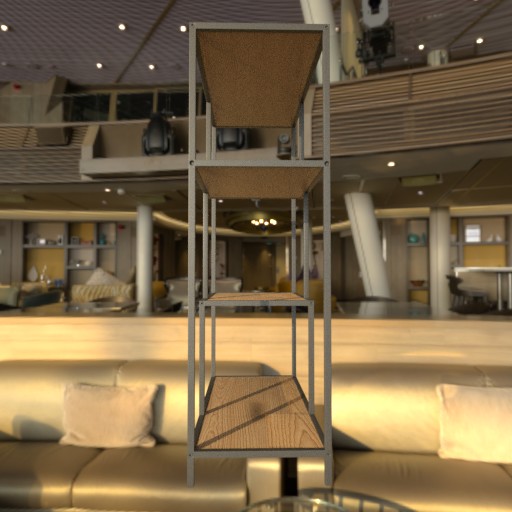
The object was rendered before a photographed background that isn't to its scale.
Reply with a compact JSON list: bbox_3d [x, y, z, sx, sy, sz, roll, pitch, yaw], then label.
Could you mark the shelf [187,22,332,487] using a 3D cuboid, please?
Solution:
[{"bbox_3d":[0.000,0.000,1.472,0.350,1.138,0.770,0,-2,-1],"label":"shelf"}]
